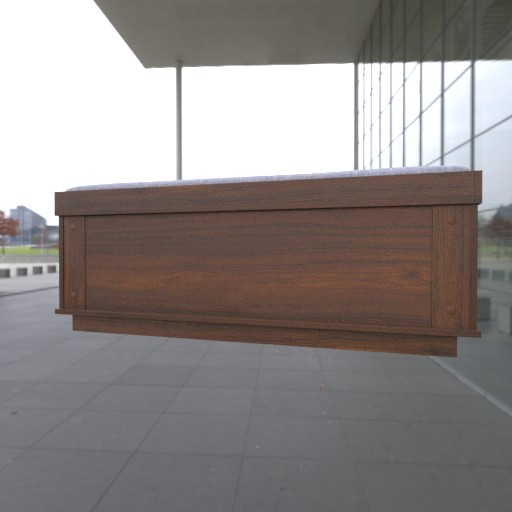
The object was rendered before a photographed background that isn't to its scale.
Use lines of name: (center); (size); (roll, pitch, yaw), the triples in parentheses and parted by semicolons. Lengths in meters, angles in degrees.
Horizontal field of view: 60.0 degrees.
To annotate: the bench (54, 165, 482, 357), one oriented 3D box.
bench: (0.000, 0.000, 1.364); (1.196, 0.468, 0.367); (0, 1, 18)
